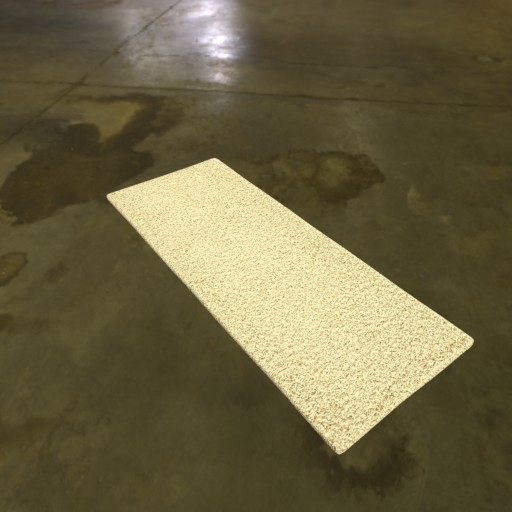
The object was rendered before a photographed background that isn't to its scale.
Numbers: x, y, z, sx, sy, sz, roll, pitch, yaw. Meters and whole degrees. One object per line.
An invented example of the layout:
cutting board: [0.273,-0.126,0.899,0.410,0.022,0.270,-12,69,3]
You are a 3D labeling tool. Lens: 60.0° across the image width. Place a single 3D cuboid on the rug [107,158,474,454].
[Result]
rug: [0.000,0.000,1.742,0.609,0.030,1.524,-26,47,-27]
